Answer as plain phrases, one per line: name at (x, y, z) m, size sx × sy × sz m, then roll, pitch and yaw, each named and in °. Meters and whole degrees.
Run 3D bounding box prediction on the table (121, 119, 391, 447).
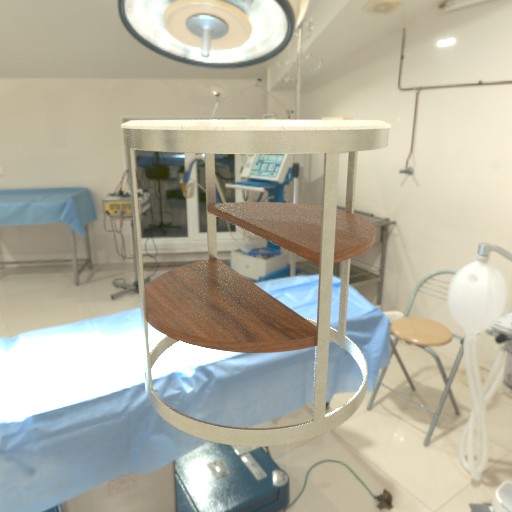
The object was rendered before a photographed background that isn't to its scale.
table at (0.000, 0.000, 0.761) m, size 0.407 × 0.447 × 0.407 m, roll 0°, pitch 17°, yaw 0°
